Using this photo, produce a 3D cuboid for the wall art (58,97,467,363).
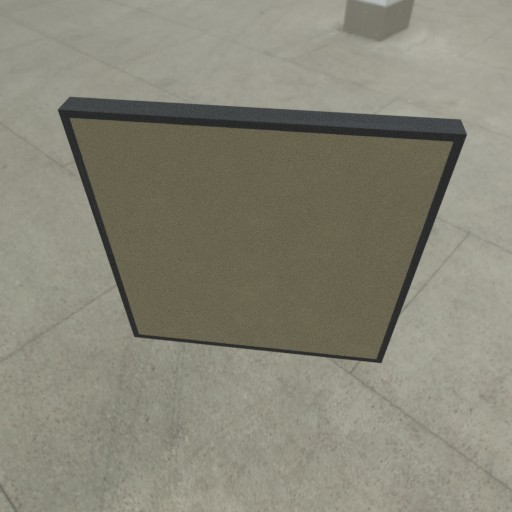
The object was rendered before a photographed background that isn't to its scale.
[{"bbox_3d":[0.000,0.000,0.740,0.509,0.507,0.037,5,45,5],"label":"wall art"}]
